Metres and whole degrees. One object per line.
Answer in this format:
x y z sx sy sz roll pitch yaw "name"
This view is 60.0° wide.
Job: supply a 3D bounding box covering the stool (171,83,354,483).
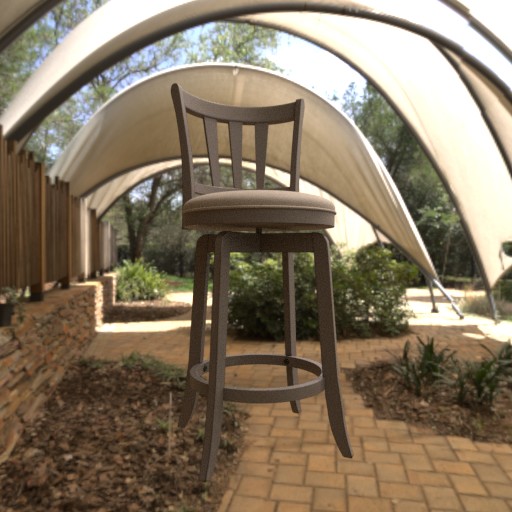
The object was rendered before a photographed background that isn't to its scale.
0.000 0.000 1.250 0.436 1.023 0.475 0 1 -18 "stool"
